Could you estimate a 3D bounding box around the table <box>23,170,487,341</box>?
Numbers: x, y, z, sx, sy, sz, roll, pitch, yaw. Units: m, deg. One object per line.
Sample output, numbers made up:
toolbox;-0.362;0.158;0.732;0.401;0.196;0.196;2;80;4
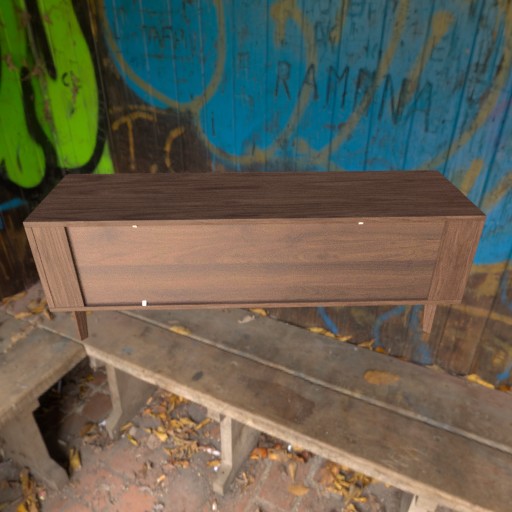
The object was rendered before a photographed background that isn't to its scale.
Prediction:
table;0.000;0.000;1.637;1.397;0.508;0.405;-1;31;-1
